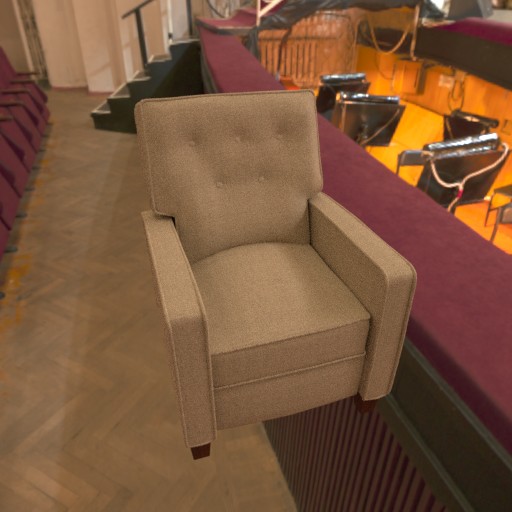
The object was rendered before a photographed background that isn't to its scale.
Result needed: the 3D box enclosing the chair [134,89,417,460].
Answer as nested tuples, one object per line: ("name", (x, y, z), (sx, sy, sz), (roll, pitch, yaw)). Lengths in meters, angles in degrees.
("chair", (0.000, 0.000, 1.398), (0.648, 0.888, 0.754), (-9, 33, -15))
